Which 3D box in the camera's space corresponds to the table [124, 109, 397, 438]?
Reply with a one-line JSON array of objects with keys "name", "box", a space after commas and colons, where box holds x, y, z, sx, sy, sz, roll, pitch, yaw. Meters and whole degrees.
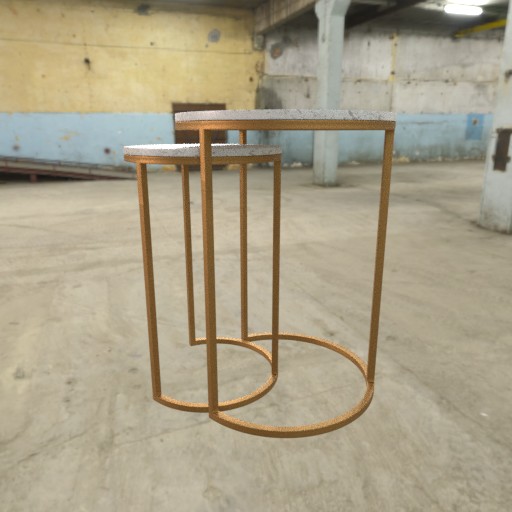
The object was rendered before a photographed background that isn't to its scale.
[{"name": "table", "box": [0.000, 0.000, 0.905, 0.507, 0.550, 0.400, 2, 16, 9]}]
